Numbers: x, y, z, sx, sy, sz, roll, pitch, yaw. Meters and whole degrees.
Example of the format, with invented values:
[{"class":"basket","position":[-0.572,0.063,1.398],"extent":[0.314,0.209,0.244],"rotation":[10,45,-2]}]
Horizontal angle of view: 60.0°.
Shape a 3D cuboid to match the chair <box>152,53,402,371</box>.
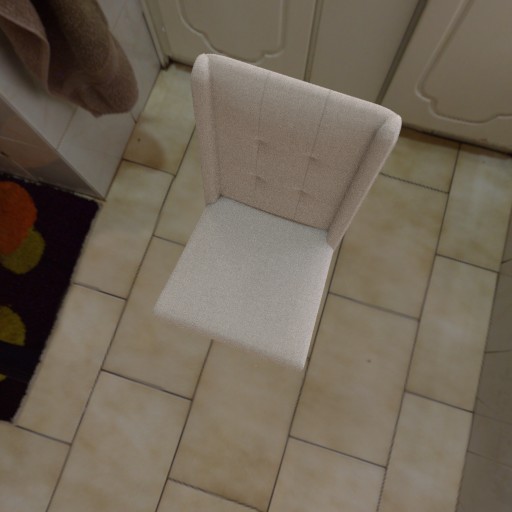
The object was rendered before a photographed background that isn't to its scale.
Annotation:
[{"class":"chair","position":[0.000,0.000,1.281],"extent":[0.474,0.961,0.523],"rotation":[19,77,5]}]
